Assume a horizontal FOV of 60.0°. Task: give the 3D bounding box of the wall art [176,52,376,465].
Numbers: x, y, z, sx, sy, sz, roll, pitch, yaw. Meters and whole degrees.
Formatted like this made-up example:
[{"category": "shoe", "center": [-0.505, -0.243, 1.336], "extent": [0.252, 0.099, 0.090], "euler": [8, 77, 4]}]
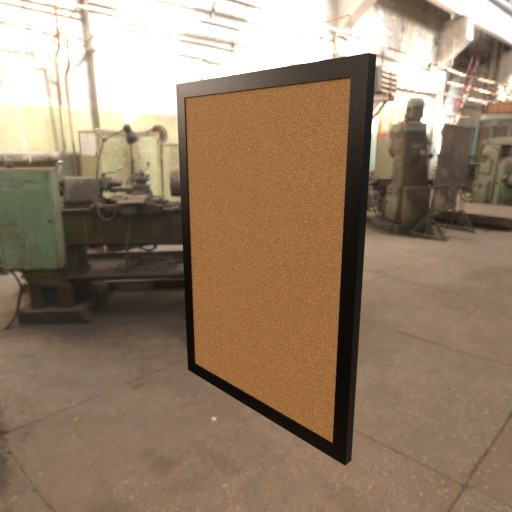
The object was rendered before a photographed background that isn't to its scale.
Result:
[{"category": "wall art", "center": [0.000, 0.000, 0.848], "extent": [0.019, 0.656, 0.462], "euler": [-13, 19, -42]}]
